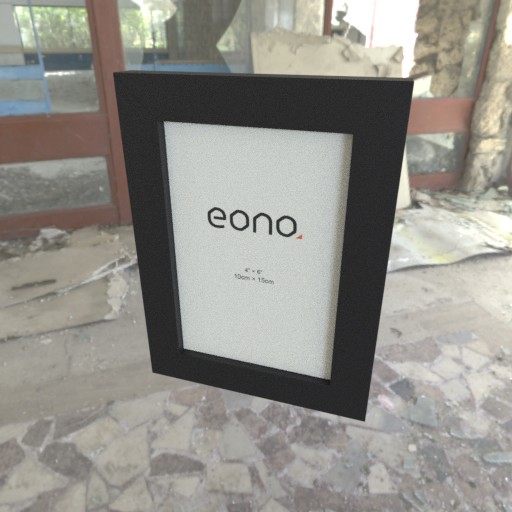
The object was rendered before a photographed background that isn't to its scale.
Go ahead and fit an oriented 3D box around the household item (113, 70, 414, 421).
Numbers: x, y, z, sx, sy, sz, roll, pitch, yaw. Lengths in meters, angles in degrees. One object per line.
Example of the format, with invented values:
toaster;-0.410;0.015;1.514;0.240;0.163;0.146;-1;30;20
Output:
household item;0.000;0.000;0.234;0.133;0.178;0.022;8;27;16
